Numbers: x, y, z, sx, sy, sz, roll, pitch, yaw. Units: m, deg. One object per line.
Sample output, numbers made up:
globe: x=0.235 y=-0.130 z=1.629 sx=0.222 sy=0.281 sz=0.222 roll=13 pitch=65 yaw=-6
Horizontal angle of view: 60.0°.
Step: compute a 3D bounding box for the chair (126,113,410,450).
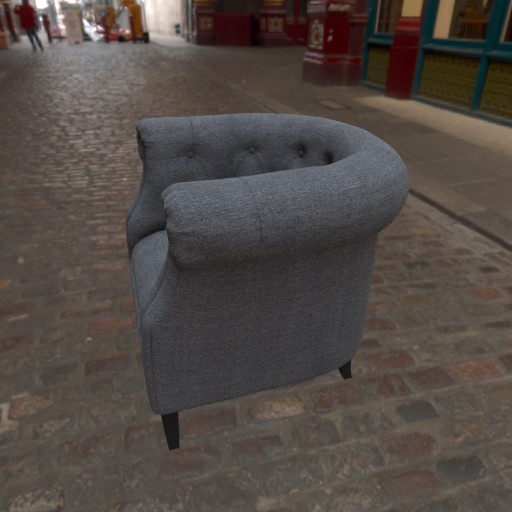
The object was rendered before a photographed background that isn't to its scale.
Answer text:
chair: x=0.000 y=0.000 z=1.532 sx=0.852 sy=0.827 sz=0.905 roll=-9 pitch=31 yaw=-15
